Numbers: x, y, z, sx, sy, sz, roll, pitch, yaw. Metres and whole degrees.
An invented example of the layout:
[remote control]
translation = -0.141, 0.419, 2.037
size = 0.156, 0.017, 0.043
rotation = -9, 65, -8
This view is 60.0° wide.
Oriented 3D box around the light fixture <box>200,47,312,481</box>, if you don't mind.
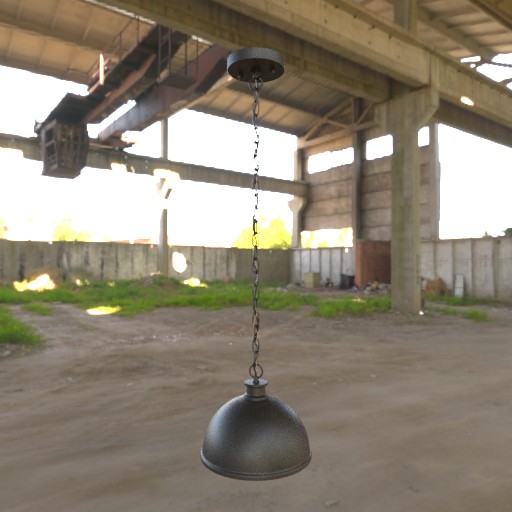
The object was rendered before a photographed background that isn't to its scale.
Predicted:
[light fixture]
translation = 0.000, 0.000, 1.229
size = 0.304, 1.090, 0.304
rotation = 0, -1, 20
